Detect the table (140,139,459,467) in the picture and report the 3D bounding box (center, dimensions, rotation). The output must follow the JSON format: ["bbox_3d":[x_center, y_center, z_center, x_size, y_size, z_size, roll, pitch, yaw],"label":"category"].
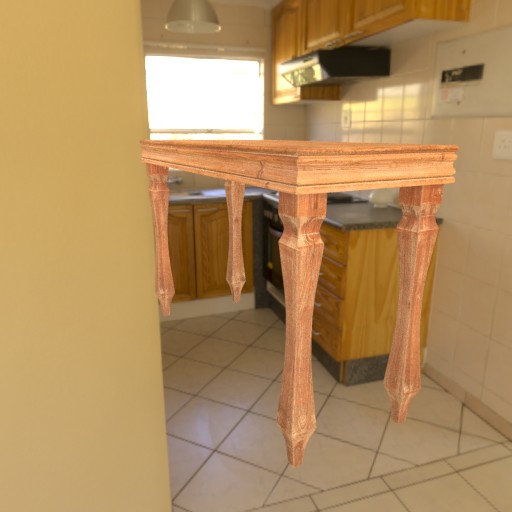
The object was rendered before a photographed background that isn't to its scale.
[{"bbox_3d":[0.000,0.000,1.750,0.522,0.873,1.330,-8,18,-27],"label":"table"}]
